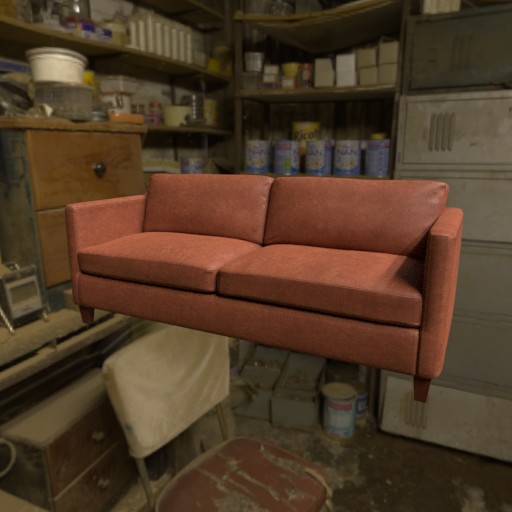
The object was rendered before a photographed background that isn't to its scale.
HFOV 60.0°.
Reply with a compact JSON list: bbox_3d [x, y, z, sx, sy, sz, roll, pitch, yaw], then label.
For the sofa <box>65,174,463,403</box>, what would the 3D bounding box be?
[{"bbox_3d":[0.000,0.000,2.676,2.204,0.932,0.950,7,15,26],"label":"sofa"}]
